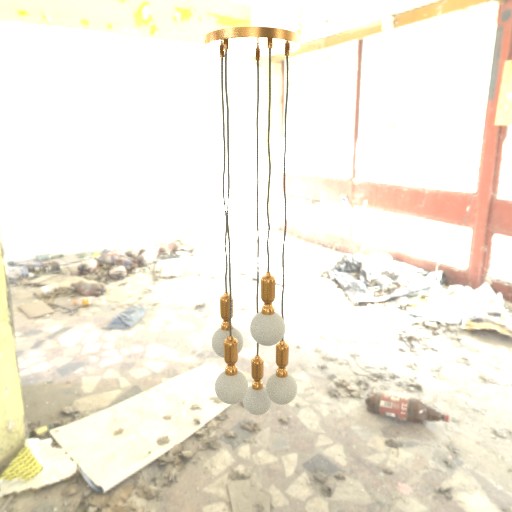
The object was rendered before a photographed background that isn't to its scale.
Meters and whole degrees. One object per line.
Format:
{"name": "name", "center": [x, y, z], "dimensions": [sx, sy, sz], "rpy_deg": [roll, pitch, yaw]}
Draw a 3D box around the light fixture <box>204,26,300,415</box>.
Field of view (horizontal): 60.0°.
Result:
{"name": "light fixture", "center": [0.000, 0.000, 0.507], "dimensions": [0.105, 0.457, 0.108], "rpy_deg": [-2, 15, -9]}
